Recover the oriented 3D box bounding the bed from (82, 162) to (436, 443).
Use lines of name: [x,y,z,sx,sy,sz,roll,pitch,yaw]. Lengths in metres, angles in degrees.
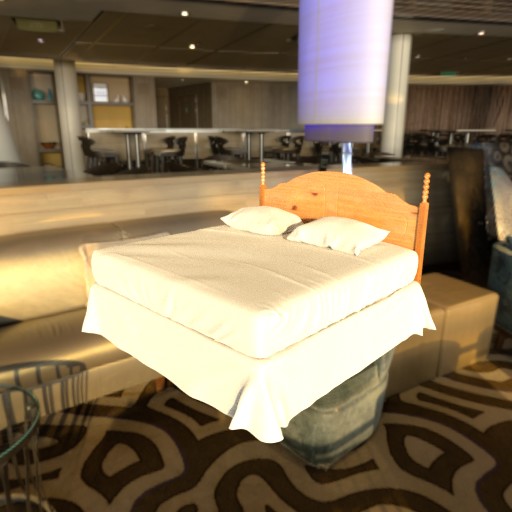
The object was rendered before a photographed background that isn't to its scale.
bed: [0.000,0.000,3.710,2.322,1.355,2.219,15,21,42]
